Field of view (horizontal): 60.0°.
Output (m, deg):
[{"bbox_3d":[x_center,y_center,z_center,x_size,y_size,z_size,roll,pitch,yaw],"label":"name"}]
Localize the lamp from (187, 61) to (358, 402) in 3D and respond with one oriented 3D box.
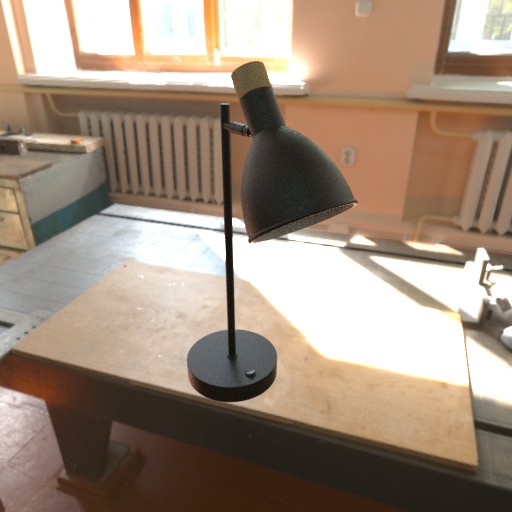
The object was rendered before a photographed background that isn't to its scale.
[{"bbox_3d":[0.000,0.000,0.599,0.152,0.483,0.287,-18,31,-32],"label":"lamp"}]
